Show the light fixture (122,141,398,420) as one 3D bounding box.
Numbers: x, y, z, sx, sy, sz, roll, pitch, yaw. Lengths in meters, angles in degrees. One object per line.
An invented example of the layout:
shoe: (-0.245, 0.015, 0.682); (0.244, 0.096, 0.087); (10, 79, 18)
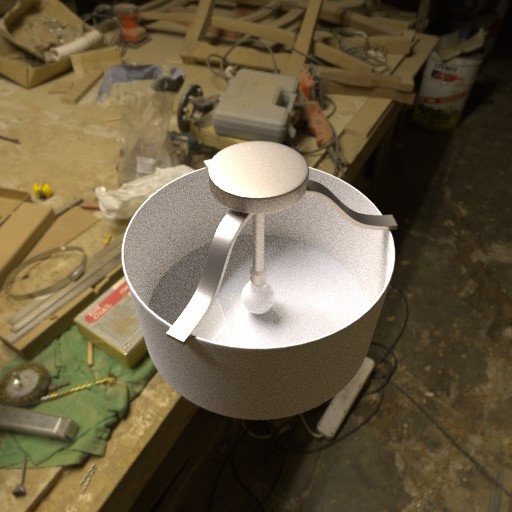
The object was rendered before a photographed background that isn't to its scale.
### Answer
light fixture: (0.000, 0.000, 0.655); (0.395, 0.304, 0.395); (0, 45, 0)
